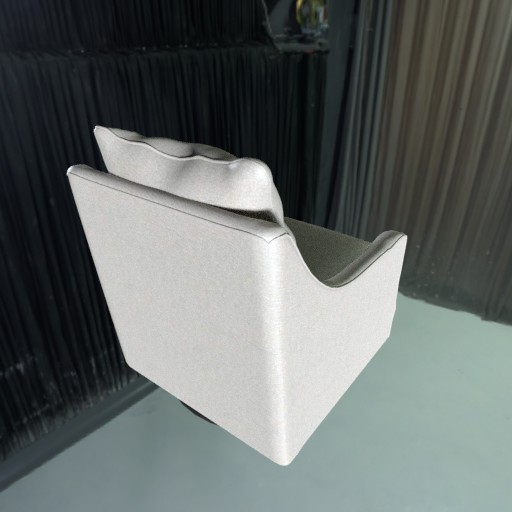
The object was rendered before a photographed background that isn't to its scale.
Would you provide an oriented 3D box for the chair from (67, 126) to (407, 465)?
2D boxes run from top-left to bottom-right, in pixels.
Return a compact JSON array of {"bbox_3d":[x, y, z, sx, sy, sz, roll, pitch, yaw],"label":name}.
[{"bbox_3d":[0.000,0.000,1.539,0.760,0.942,0.876,20,34,32],"label":"chair"}]
